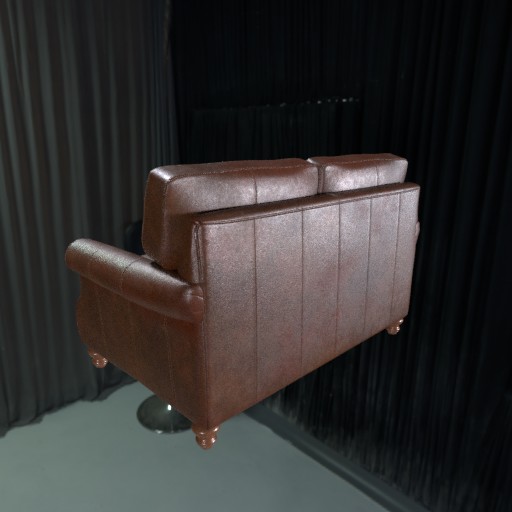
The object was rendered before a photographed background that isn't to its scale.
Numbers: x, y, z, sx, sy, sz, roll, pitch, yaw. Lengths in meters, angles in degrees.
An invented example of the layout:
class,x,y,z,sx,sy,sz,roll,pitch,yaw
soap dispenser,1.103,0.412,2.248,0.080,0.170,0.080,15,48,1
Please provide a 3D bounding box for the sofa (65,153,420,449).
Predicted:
class,x,y,z,sx,sy,sz,roll,pitch,yaw
sofa,0.000,0.000,2.194,1.616,0.976,0.990,-15,21,-43
